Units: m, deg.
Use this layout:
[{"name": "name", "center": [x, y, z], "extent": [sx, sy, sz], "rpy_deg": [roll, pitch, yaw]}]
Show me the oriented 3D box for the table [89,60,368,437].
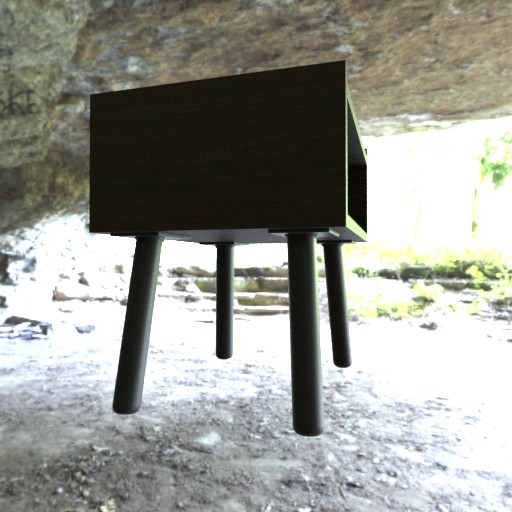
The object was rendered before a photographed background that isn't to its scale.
[{"name": "table", "center": [0.000, 0.000, 0.806], "extent": [0.370, 0.470, 0.450], "rpy_deg": [0, -1, 17]}]
